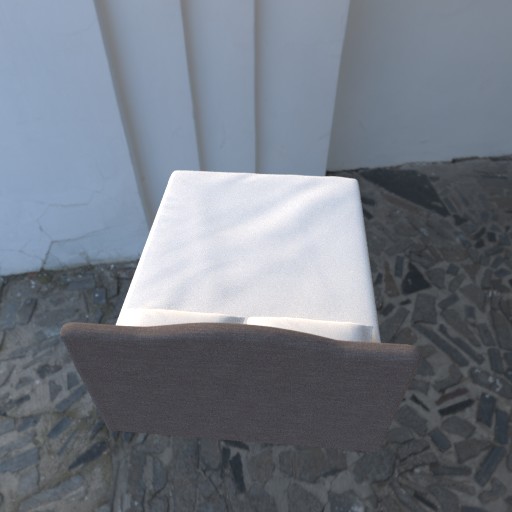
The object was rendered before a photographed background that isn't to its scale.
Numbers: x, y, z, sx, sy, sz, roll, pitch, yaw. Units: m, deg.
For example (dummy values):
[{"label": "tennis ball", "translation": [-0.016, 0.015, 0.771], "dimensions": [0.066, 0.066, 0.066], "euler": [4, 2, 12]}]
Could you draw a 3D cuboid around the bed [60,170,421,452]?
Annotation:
[{"label": "bed", "translation": [0.000, 0.000, 3.858], "dimensions": [2.161, 1.457, 2.689], "euler": [3, 45, 3]}]
